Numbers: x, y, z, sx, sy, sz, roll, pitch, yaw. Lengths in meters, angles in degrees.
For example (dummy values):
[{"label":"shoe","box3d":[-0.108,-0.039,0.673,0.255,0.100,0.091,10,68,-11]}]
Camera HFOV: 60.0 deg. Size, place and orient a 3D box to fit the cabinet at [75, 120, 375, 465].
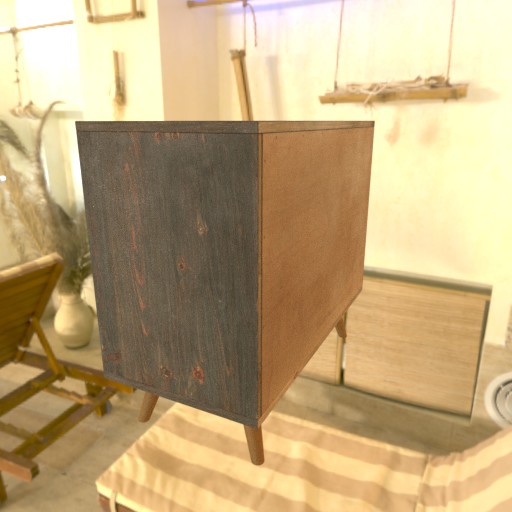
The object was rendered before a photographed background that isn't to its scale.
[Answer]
[{"label":"cabinet","box3d":[0.000,0.000,1.538,0.529,0.897,1.023,8,19,25]}]
